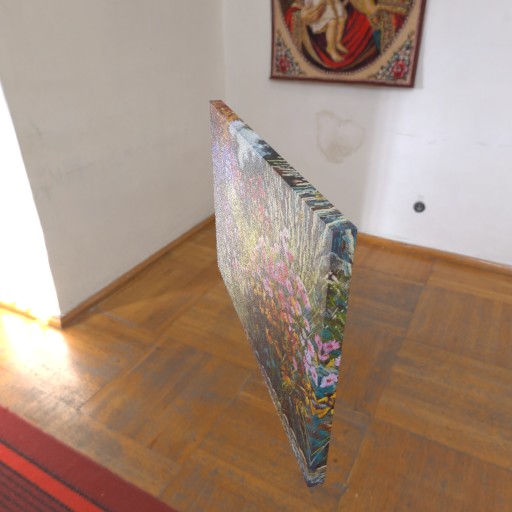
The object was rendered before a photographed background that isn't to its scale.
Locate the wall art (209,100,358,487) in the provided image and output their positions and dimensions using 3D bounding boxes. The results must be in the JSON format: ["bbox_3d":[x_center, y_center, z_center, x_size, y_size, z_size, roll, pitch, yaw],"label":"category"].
[{"bbox_3d":[0.000,0.000,1.153,0.037,0.604,0.908,-8,32,-14],"label":"wall art"}]
